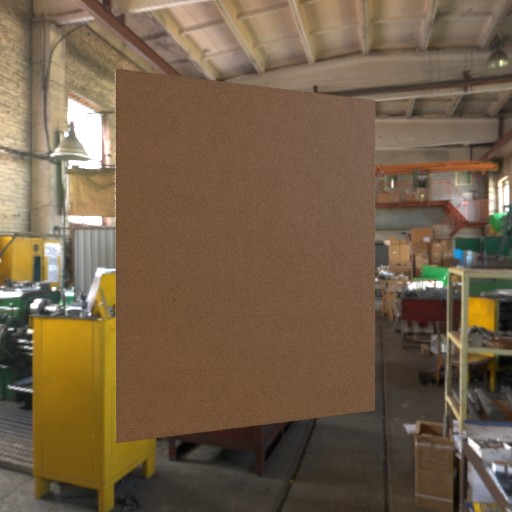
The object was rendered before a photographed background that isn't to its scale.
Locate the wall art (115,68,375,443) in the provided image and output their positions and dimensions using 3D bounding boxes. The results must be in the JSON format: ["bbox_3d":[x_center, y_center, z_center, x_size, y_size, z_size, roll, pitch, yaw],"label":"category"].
[{"bbox_3d":[0.000,0.000,1.321,0.798,1.002,0.030,0,0,-18],"label":"wall art"}]
